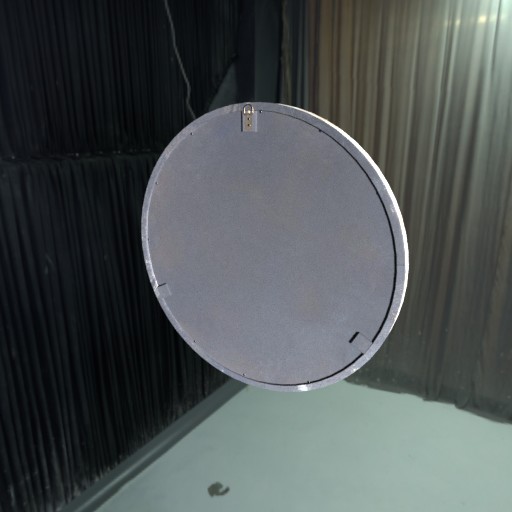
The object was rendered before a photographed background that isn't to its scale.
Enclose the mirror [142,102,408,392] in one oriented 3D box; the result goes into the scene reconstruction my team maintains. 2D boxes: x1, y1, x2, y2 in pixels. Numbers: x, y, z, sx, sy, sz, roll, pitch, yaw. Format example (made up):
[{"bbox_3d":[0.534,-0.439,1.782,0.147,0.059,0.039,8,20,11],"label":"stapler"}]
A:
[{"bbox_3d":[0.000,0.000,1.085,0.710,0.710,0.038,9,19,28],"label":"mirror"}]
